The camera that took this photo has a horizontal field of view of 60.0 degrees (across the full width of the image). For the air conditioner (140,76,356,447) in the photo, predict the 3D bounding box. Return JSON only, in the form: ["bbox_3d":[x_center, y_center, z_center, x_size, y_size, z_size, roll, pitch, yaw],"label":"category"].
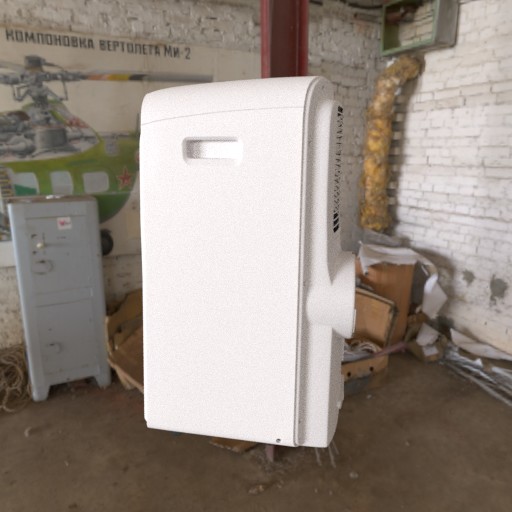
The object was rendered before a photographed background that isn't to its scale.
[{"bbox_3d":[0.000,0.000,1.074,0.467,0.765,0.478,2,14,9],"label":"air conditioner"}]
